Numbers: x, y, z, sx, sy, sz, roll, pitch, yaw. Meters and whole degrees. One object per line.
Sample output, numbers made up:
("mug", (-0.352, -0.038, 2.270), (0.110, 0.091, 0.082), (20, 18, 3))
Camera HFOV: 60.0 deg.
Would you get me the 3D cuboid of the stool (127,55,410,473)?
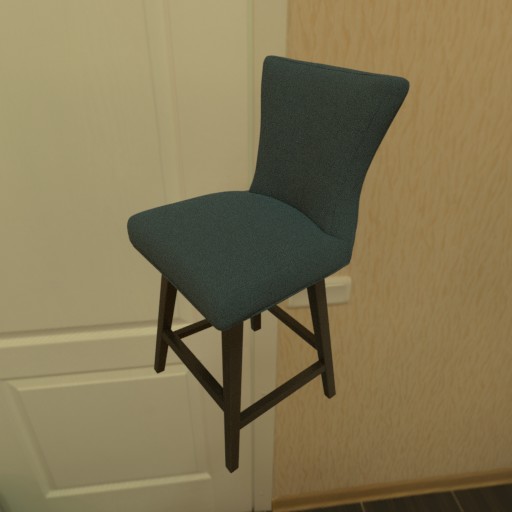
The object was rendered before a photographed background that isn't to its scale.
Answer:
("stool", (0.000, 0.000, 1.294), (0.574, 1.000, 0.514), (-21, 37, -31))
